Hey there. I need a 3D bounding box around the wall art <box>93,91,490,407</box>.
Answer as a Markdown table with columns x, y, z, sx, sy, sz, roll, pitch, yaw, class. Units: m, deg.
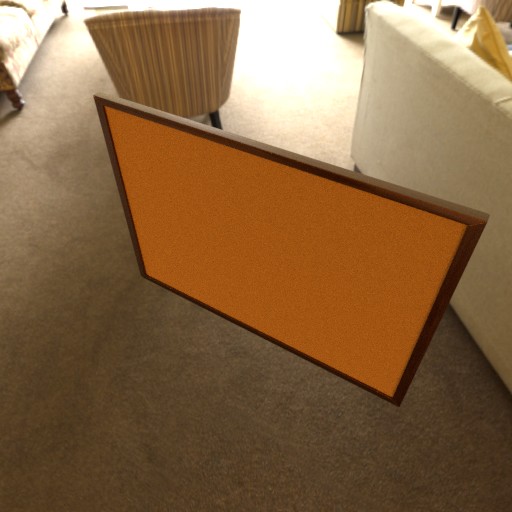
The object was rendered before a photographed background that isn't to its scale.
| x | y | z | sx | sy | sz | roll | pitch | yaw | class |
| --- | --- | --- | --- | --- | --- | --- | --- | --- | --- |
| 0.000 | 0.000 | 0.537 | 0.431 | 0.304 | 0.012 | 23 | 49 | 22 | wall art |
